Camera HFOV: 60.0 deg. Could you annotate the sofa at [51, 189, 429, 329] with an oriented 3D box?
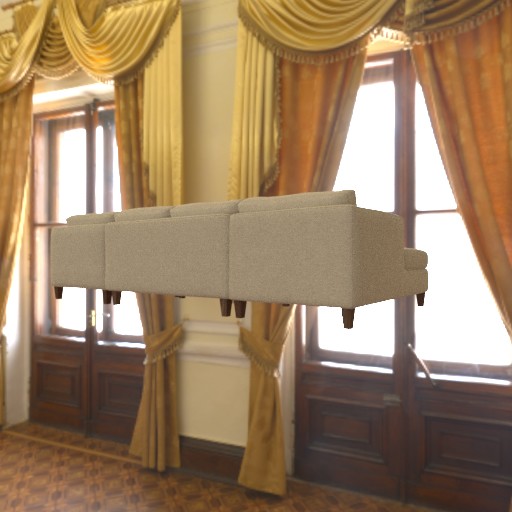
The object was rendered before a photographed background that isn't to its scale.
[{"bbox_3d":[0.000,0.000,4.446,3.238,0.853,2.551,0,0,36],"label":"sofa"}]
